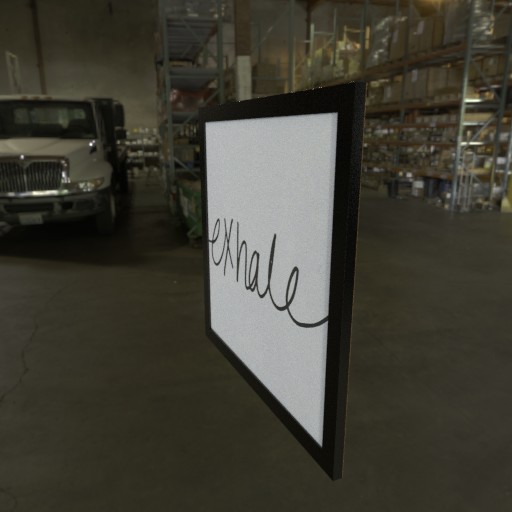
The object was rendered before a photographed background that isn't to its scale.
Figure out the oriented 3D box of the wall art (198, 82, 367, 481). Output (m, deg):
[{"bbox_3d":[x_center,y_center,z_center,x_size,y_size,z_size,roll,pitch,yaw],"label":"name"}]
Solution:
[{"bbox_3d":[0.000,0.000,0.664,0.014,0.445,0.446,-7,17,-25],"label":"wall art"}]
